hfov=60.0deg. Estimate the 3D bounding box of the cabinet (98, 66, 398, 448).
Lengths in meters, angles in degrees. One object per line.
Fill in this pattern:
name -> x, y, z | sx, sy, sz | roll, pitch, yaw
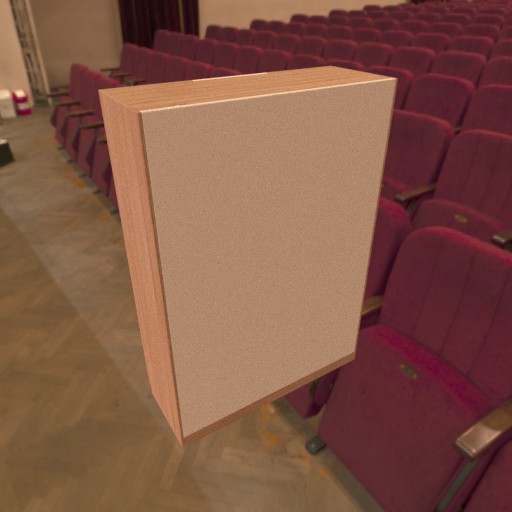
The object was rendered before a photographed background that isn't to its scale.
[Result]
cabinet -> 0.000, 0.000, 2.880 | 1.500, 2.120, 0.590 | -18, 35, -27
